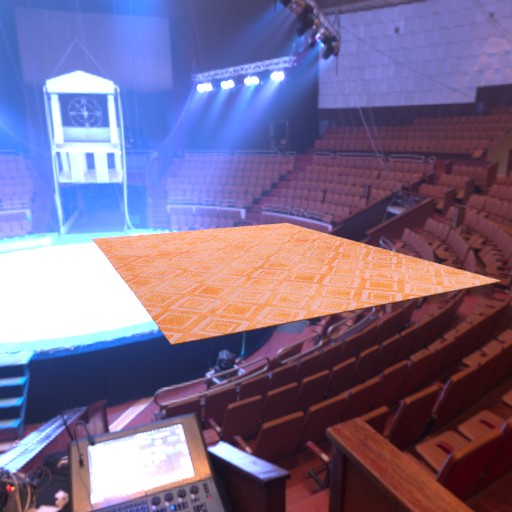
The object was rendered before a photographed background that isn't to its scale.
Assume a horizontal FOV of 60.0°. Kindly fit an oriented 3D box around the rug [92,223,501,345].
[{"bbox_3d":[0.000,0.000,3.977,2.433,0.011,3.037,-6,15,-26],"label":"rug"}]
